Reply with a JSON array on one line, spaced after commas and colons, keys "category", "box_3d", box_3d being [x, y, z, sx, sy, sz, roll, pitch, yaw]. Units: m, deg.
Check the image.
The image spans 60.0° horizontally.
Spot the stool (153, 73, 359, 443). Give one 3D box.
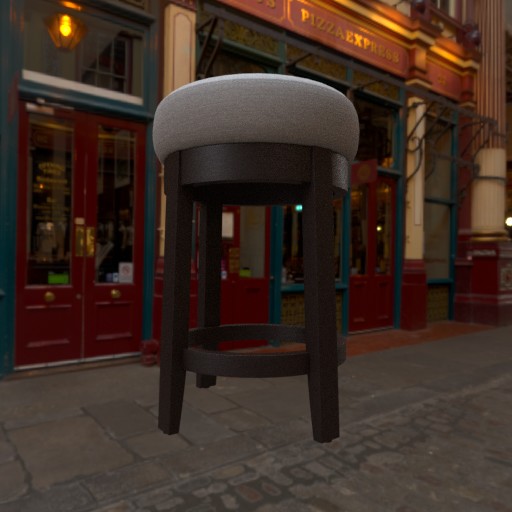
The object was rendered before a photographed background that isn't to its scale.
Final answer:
[{"category": "stool", "box_3d": [0.000, 0.000, 0.973, 0.443, 0.672, 0.443, 0, 0, 0]}]
